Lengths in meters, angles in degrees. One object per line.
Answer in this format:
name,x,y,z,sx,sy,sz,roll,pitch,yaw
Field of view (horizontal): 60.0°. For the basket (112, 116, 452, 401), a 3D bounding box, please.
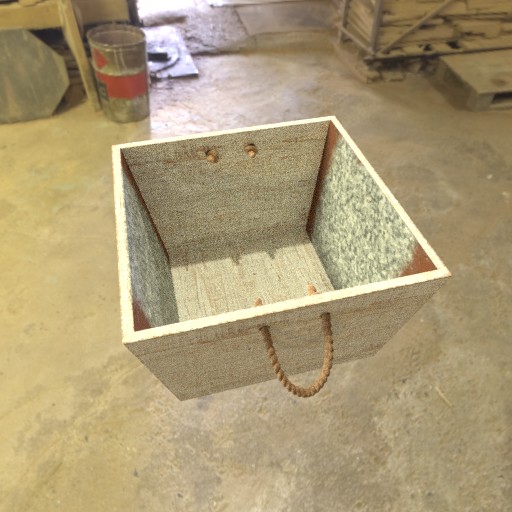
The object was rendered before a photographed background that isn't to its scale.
basket,0.000,0.000,0.758,0.413,0.247,0.545,-10,48,-10
